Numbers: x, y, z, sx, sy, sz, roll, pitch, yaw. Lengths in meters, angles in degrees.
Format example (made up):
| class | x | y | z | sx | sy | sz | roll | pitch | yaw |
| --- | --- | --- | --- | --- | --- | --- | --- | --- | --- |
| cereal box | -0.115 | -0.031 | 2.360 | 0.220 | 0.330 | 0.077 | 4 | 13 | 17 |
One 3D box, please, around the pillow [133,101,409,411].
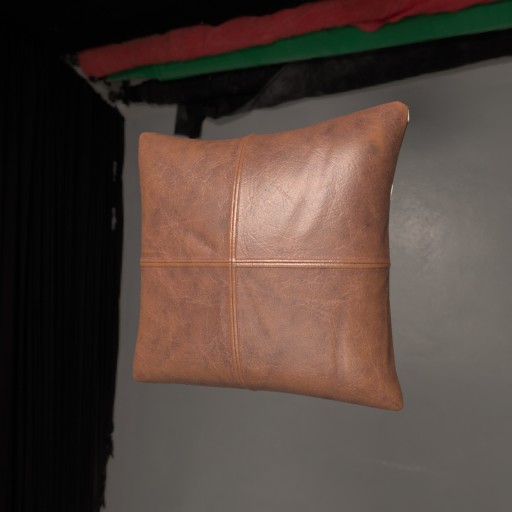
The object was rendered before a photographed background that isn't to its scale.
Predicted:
| class | x | y | z | sx | sy | sz | roll | pitch | yaw |
| --- | --- | --- | --- | --- | --- | --- | --- | --- | --- |
| pillow | 0.000 | 0.000 | 0.738 | 0.484 | 0.470 | 0.192 | 0 | -1 | 19 |
